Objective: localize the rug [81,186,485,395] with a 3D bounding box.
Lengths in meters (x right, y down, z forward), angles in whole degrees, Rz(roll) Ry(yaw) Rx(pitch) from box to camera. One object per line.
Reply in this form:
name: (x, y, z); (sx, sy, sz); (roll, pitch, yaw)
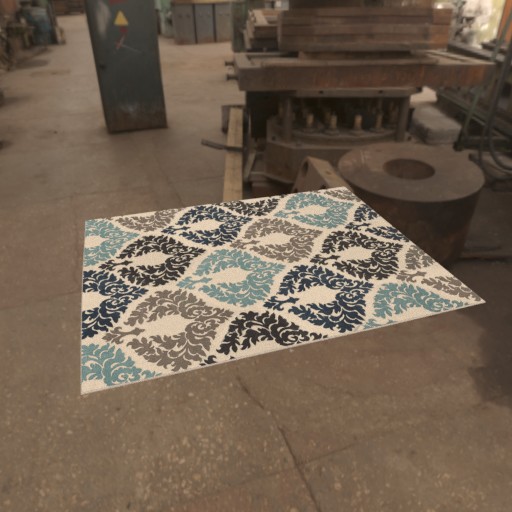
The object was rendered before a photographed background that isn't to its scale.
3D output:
rug: (0.000, 0.000, 4.078); (3.040, 0.014, 2.423); (-10, 33, -15)
